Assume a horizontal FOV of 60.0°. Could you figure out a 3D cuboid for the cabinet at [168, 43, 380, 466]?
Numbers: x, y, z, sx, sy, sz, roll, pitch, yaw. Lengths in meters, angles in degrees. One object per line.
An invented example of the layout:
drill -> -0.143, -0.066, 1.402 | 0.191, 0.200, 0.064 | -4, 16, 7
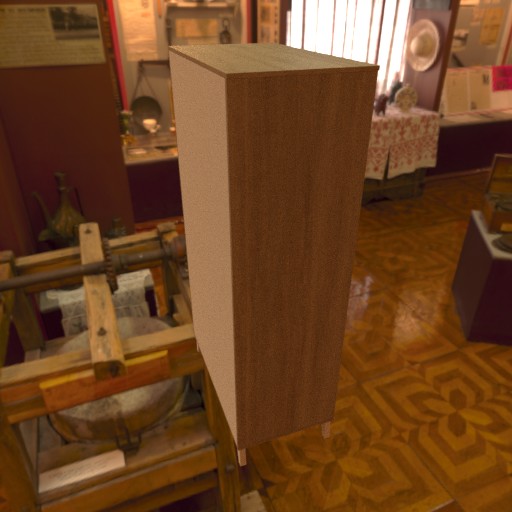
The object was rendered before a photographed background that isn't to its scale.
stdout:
cabinet -> 0.000, 0.000, 2.400 | 0.571, 1.999, 1.006 | -10, 32, -17
